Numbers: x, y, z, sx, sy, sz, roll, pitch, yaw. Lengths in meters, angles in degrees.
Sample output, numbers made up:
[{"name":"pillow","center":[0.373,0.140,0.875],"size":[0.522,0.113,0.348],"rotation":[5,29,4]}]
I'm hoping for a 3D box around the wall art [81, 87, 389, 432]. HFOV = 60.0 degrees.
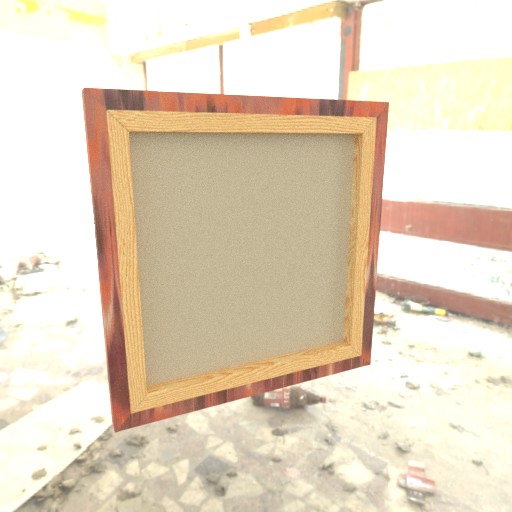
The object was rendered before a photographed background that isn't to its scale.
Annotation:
[{"name":"wall art","center":[0.000,0.000,0.895],"size":[0.603,0.609,0.037],"rotation":[-7,16,-25]}]
